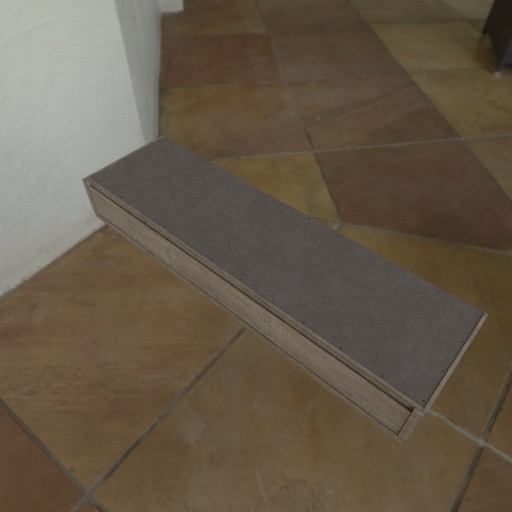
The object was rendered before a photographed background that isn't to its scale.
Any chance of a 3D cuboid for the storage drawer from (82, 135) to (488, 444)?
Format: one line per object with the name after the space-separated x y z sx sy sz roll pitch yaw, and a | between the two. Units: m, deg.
0.000 0.000 2.271 2.072 0.274 0.591 33 55 26 | storage drawer
